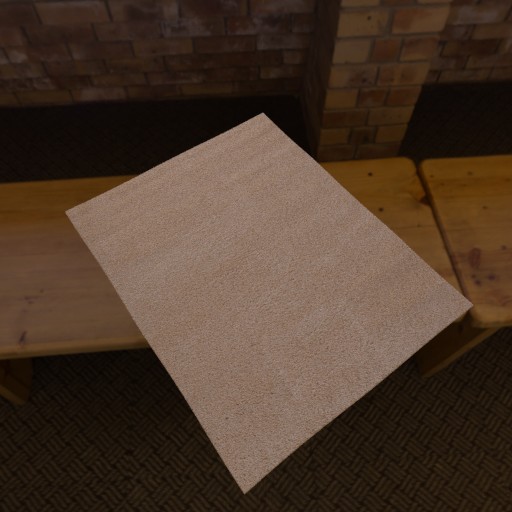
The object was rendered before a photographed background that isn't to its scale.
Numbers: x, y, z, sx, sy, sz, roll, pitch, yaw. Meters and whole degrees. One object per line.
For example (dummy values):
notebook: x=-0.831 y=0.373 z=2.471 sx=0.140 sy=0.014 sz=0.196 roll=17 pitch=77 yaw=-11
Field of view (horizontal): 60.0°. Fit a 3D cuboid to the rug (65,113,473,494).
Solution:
rug: x=0.000 y=0.000 z=4.047 sx=2.400 sy=0.025 sz=3.000 roll=-32 pitch=63 yaw=-18
